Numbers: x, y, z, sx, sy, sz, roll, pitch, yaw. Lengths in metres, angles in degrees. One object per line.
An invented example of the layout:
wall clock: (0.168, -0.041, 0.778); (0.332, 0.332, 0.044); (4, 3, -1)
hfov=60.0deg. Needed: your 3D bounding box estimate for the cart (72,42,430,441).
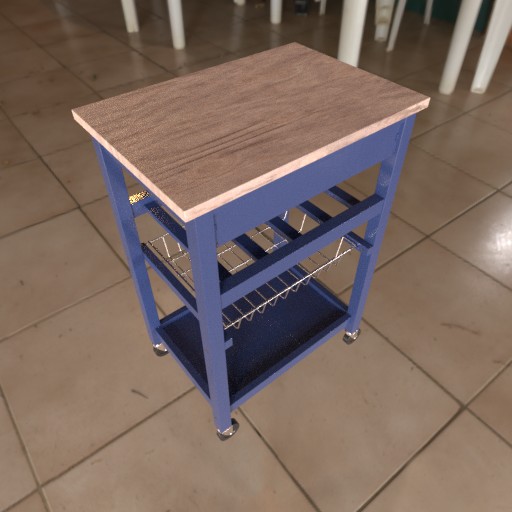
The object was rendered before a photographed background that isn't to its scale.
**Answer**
cart: (0.000, 0.000, 1.157); (0.584, 0.839, 0.403); (-29, 52, -27)
